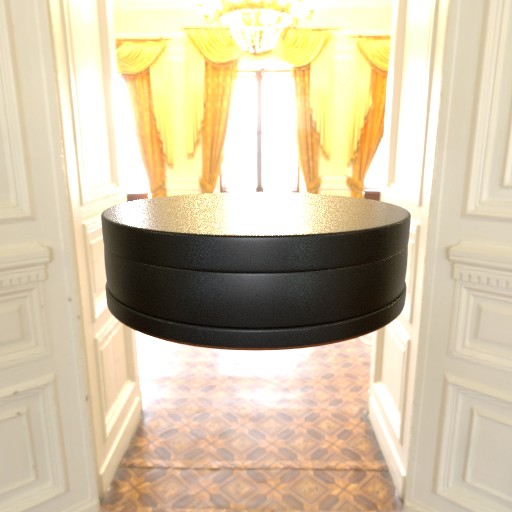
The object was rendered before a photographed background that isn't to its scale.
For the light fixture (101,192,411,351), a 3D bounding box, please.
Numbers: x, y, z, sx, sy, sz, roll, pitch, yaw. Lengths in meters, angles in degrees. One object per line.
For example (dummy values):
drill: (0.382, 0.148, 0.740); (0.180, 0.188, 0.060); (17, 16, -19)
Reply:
light fixture: (0.000, 0.000, 0.435); (0.283, 0.097, 0.283); (0, 14, 0)
